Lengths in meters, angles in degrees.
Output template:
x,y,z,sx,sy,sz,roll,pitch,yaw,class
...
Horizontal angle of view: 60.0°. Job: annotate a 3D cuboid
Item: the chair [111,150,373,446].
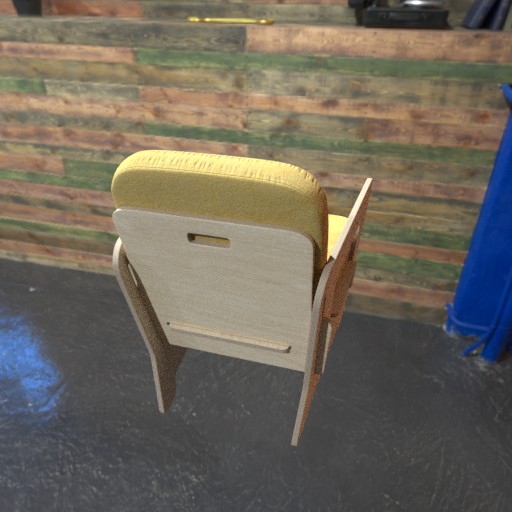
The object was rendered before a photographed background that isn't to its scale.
x,y,z,sx,sy,sz,roll,pitch,yaw,class
0.000,0.000,1.290,0.590,0.800,0.710,9,33,14,chair
